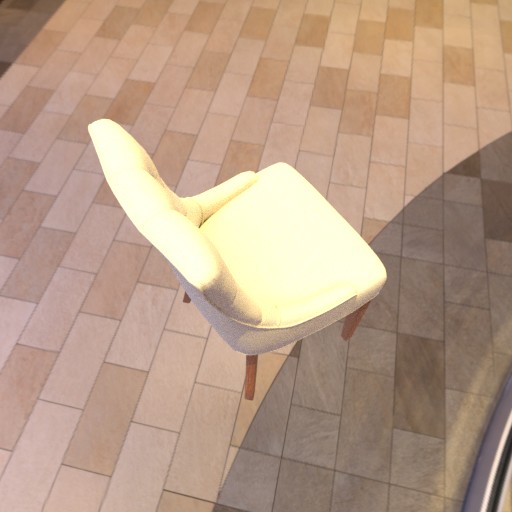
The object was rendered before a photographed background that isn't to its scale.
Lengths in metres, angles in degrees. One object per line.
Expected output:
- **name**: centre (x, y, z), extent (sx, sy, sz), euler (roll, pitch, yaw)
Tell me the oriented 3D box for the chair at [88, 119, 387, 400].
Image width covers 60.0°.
- **chair**: centre (0.000, 0.000, 1.211), extent (0.565, 0.874, 0.509), euler (-29, 63, -17)
